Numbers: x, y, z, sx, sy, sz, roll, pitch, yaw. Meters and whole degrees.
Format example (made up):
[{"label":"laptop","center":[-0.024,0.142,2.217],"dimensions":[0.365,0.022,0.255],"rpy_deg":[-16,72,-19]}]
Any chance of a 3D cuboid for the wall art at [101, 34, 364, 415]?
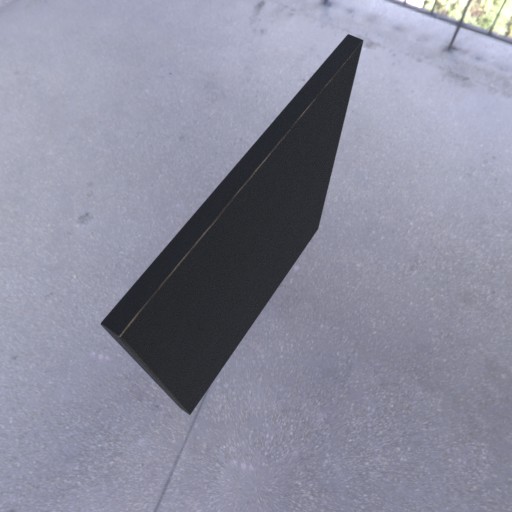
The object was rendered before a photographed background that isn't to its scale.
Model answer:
[{"label":"wall art","center":[0.000,0.000,0.445],"dimensions":[0.015,0.303,0.304],"rpy_deg":[30,66,15]}]
